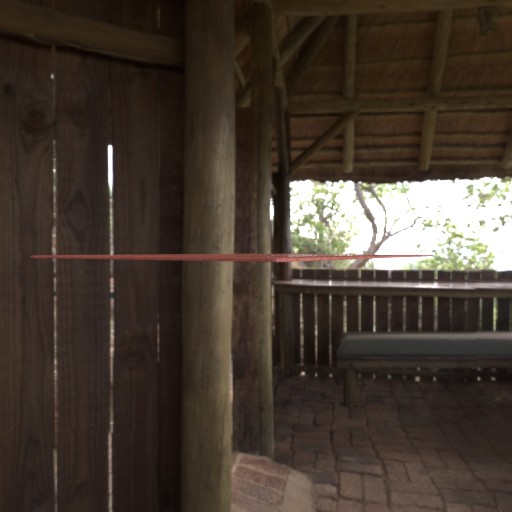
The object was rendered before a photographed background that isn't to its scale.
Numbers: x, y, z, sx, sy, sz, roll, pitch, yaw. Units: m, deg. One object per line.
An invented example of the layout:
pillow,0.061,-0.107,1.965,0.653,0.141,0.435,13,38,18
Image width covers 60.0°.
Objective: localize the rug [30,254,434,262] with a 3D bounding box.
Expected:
rug,0.000,0.000,4.111,2.430,0.018,2.976,0,1,36
